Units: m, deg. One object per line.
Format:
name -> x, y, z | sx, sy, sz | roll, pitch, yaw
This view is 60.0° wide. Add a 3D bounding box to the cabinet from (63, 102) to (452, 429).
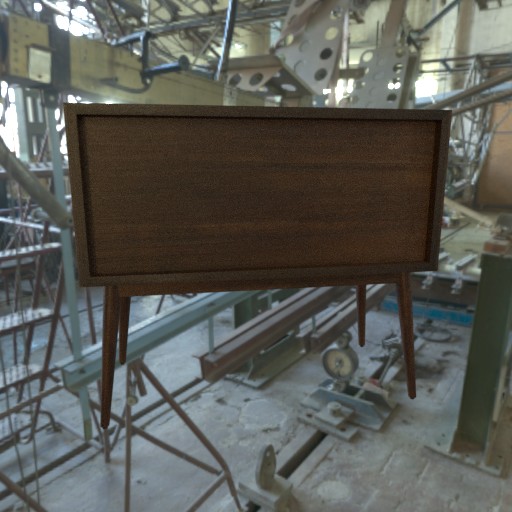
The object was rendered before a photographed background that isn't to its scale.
cabinet -> 0.000, 0.000, 1.075 | 0.743, 0.654, 0.354 | -2, 13, -9
